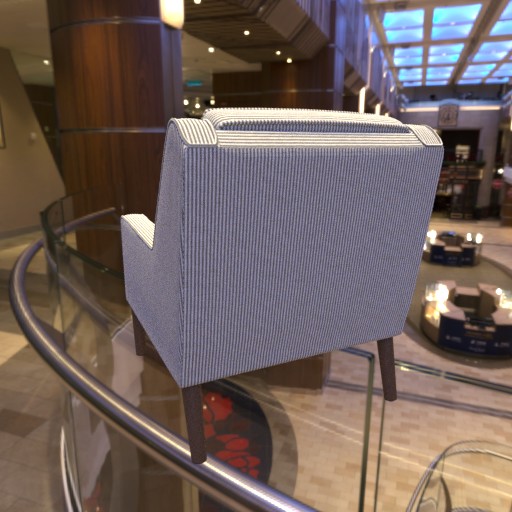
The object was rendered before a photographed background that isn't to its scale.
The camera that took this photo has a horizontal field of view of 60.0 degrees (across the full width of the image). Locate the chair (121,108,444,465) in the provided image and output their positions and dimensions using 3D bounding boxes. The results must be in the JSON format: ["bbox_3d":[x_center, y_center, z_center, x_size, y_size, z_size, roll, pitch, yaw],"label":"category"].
[{"bbox_3d":[0.000,0.000,1.313,0.663,0.792,0.743,-7,16,-26],"label":"chair"}]
